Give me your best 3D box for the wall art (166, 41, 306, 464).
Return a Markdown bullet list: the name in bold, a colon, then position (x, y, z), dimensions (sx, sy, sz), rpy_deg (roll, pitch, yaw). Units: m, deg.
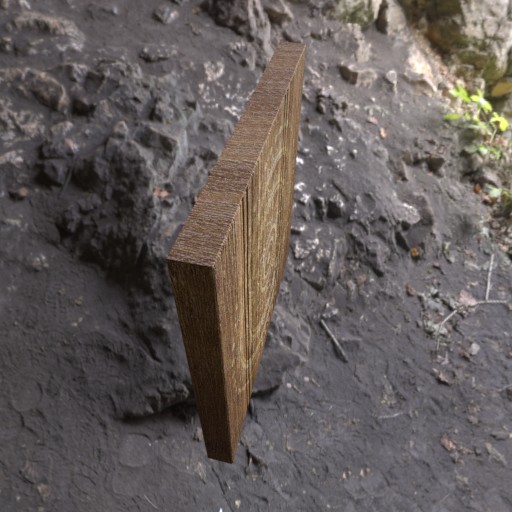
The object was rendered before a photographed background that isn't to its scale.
- **wall art**: position (0.000, 0.000, 0.596), dimensions (0.039, 0.403, 0.406), rpy_deg (10, 47, 9)
